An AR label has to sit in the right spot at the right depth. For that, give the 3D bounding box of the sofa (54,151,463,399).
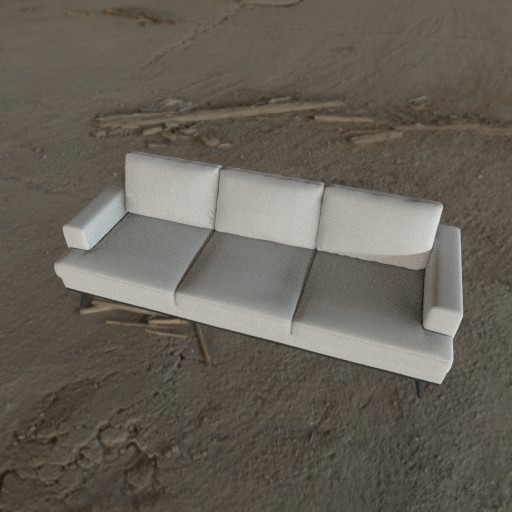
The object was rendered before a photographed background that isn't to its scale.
[{"bbox_3d":[0.000,0.000,2.724,2.310,0.810,0.920,12,43,14],"label":"sofa"}]
